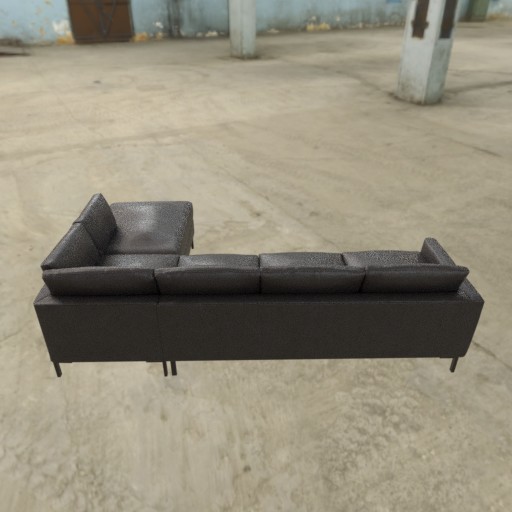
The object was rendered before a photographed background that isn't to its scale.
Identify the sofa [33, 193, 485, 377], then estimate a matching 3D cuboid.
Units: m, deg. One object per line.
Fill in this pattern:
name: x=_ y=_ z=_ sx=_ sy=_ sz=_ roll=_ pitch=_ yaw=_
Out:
sofa: x=0.000 y=0.000 z=3.800 sx=2.984 sy=0.877 sz=1.938 roll=-1 pitch=31 yaw=-1
